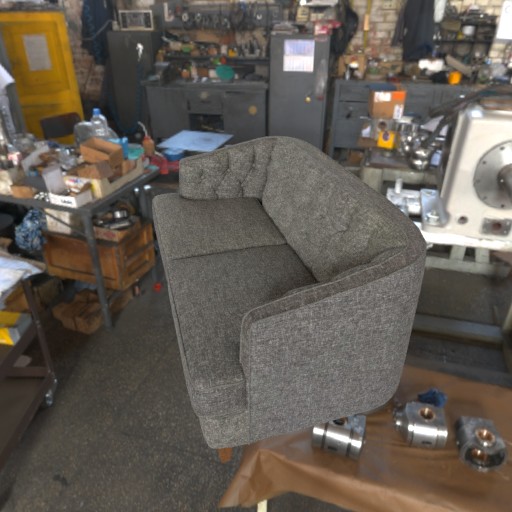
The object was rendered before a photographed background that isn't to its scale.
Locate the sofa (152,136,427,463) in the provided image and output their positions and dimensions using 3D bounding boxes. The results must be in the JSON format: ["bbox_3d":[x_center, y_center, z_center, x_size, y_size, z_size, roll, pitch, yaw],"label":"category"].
[{"bbox_3d":[0.000,0.000,2.278,0.941,0.855,1.733,-8,31,-14],"label":"sofa"}]
